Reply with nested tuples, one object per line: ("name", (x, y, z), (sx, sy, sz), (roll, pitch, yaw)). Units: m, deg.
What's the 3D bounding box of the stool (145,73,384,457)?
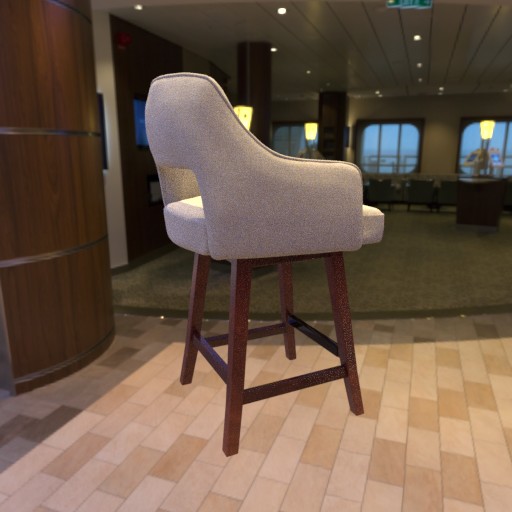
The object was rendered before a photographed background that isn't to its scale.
("stool", (0.000, 0.000, 1.288), (0.560, 0.936, 0.550), (-6, 15, -25))
